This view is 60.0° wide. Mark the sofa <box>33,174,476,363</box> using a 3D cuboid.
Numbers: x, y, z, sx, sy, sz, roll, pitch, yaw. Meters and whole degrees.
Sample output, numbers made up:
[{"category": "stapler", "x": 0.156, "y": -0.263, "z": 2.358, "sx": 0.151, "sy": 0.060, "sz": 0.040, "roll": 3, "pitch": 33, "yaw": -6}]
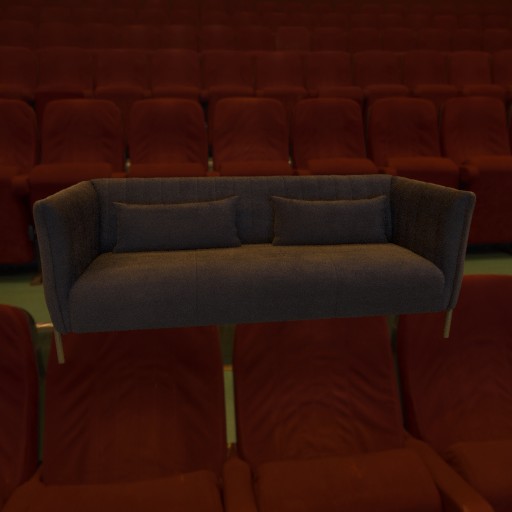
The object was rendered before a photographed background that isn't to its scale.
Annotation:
[{"category": "sofa", "x": 0.000, "y": 0.000, "z": 2.394, "sx": 1.980, "sy": 0.780, "sz": 0.876, "roll": -2, "pitch": 16, "yaw": -7}]
